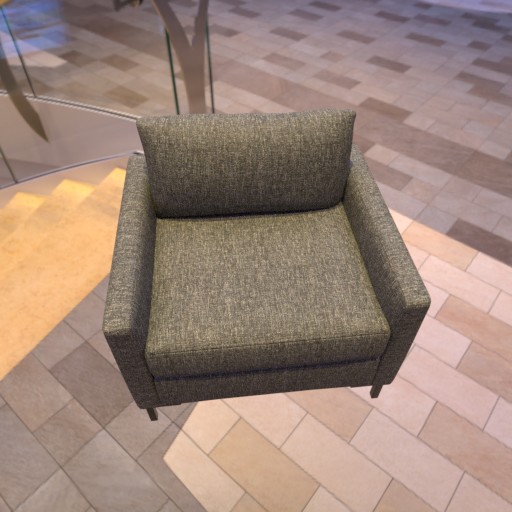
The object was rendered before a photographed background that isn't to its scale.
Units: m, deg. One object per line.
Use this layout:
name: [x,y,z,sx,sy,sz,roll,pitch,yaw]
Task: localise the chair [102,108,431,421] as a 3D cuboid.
chair: [0.000,0.000,1.650,0.963,0.861,0.866,-4,47,-4]
